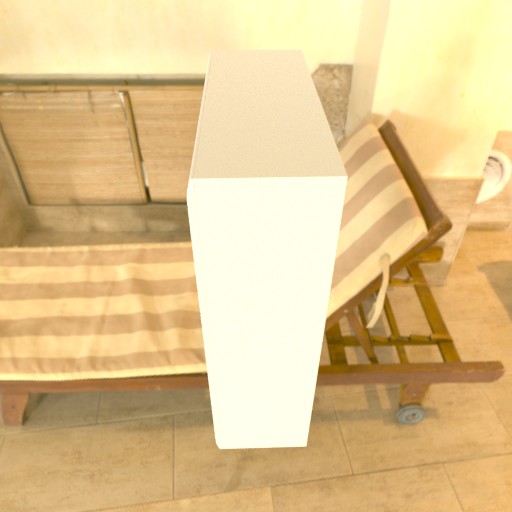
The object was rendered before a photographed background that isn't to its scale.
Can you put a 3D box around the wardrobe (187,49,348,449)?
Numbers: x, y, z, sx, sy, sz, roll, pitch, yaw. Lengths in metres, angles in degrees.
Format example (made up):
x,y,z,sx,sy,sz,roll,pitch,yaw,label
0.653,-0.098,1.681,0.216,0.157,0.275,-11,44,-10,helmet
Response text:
x,y,z,sx,sy,sz,roll,pitch,yaw,label
0.000,0.000,1.658,0.360,1.200,0.900,-1,41,-1,wardrobe
